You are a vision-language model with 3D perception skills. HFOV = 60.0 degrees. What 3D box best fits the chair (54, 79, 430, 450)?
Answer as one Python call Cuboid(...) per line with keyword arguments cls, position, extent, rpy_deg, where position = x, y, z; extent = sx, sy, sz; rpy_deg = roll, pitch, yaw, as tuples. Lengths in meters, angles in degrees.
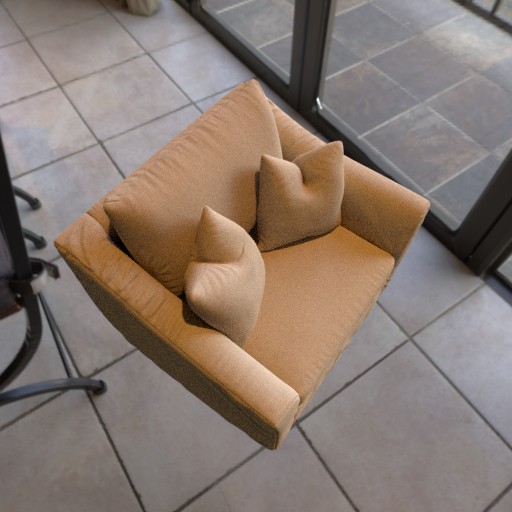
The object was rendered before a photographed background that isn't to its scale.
Cuboid(cls="chair", position=(0.000, 0.000, 2.027), extent=(1.071, 1.093, 1.194), rpy_deg=(33, 64, 18))
